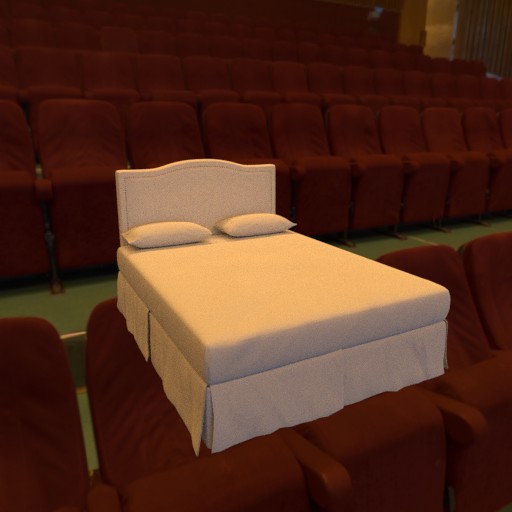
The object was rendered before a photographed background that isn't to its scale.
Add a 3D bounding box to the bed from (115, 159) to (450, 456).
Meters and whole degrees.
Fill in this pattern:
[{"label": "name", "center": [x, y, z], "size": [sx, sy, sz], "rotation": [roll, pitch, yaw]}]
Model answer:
[{"label": "bed", "center": [0.000, 0.000, 3.665], "size": [1.977, 1.437, 2.477], "rotation": [-8, 18, -27]}]
